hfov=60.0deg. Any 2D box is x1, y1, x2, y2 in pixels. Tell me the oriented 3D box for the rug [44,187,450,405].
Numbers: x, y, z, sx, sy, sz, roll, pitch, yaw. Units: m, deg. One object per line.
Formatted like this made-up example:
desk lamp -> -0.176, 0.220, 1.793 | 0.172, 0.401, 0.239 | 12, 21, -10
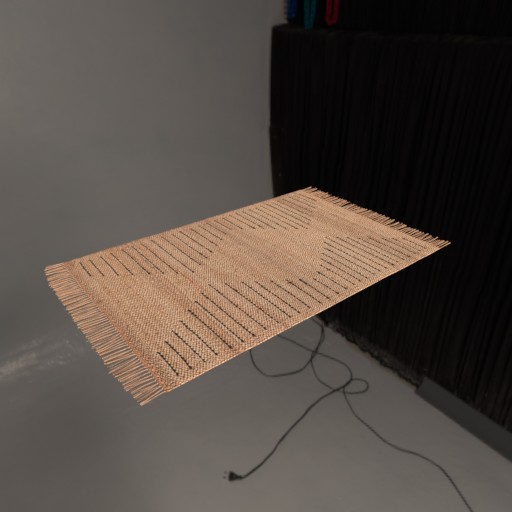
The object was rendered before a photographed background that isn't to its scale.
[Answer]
rug -> 0.000, 0.000, 2.568 | 2.085, 0.027, 1.224 | -21, 36, -33
